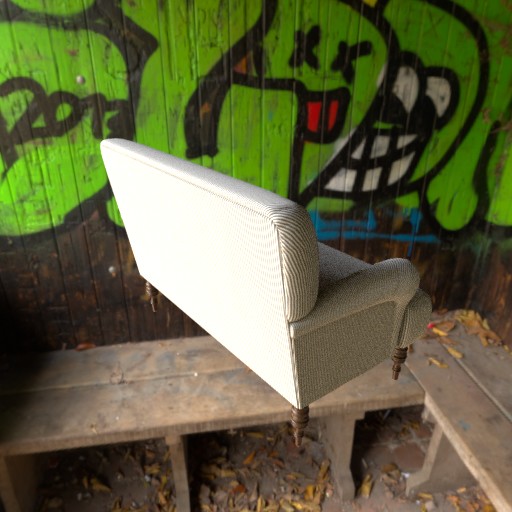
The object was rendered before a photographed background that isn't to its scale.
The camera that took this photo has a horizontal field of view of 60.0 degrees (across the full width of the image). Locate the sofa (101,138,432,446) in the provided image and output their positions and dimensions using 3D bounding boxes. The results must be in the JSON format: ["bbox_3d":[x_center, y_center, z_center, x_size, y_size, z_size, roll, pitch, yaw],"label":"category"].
[{"bbox_3d":[0.000,0.000,1.843,0.779,0.889,1.297,-19,31,-34],"label":"sofa"}]
